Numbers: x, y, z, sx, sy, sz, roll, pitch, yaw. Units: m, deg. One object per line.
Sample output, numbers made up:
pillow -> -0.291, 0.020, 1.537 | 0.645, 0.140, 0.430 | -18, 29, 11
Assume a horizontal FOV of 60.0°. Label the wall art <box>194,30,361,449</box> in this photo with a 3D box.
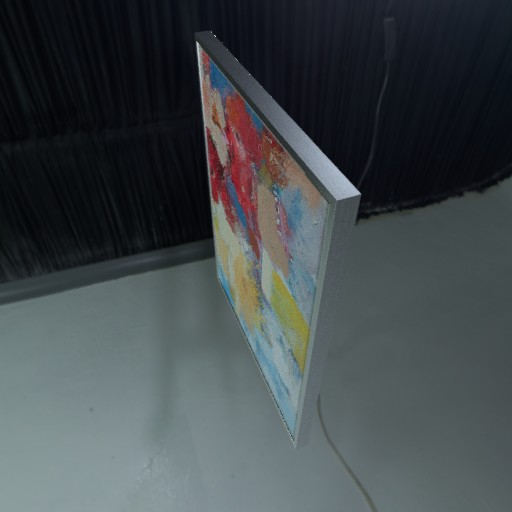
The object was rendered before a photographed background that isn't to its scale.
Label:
wall art -> 0.000, 0.000, 0.743 | 0.025, 0.569, 0.444 | -16, 48, -15
